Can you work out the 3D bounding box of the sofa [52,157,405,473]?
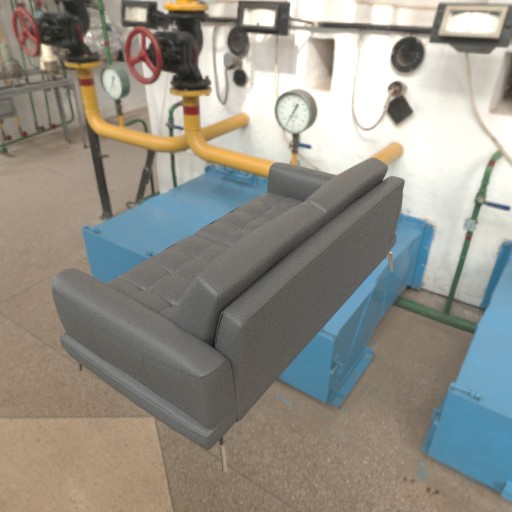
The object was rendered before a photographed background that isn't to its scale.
[{"bbox_3d":[0.000,0.000,2.729,1.121,0.930,2.177,21,37,30],"label":"sofa"}]
